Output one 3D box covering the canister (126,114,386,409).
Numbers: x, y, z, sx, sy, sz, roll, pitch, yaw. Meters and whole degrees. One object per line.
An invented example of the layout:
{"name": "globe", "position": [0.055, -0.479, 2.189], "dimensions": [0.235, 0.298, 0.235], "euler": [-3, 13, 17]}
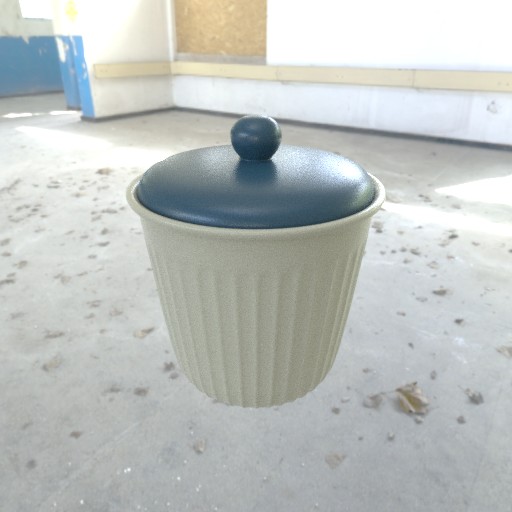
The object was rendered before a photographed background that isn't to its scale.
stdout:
{"name": "canister", "position": [0.000, 0.000, 0.344], "dimensions": [0.181, 0.211, 0.181], "euler": [0, 26, 0]}
